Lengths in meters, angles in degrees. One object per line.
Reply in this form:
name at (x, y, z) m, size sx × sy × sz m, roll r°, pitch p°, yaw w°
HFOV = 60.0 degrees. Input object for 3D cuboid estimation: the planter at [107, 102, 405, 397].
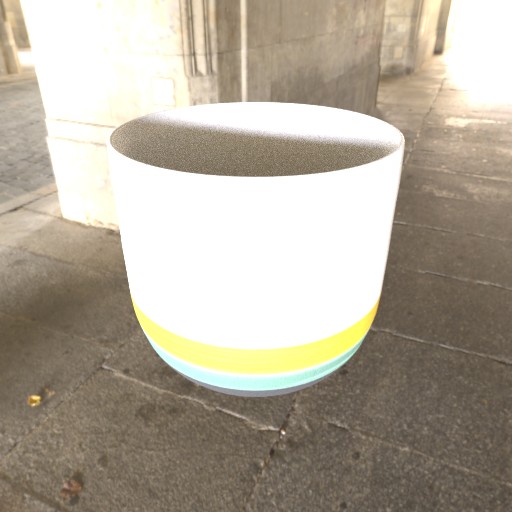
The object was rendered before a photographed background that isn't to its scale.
planter at (0.000, 0.000, 0.477) m, size 0.268 × 0.270 × 0.268 m, roll 0°, pitch 30°, yaw 0°
